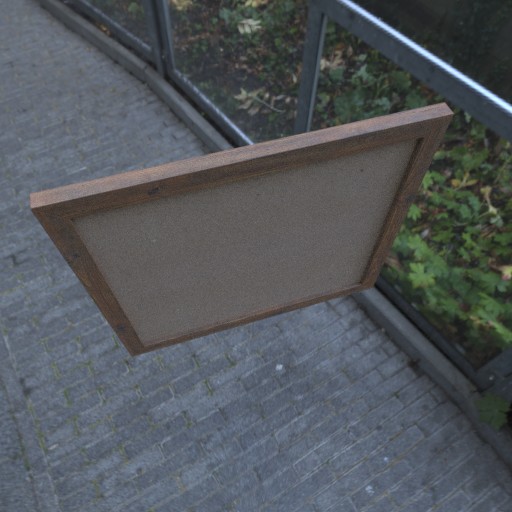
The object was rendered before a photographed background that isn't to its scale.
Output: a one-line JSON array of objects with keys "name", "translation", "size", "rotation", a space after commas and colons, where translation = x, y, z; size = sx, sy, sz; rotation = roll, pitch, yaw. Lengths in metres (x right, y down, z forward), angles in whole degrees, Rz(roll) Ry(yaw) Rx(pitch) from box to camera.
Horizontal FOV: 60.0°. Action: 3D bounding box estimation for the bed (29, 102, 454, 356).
[{"name": "bed", "translation": [0.000, 0.000, 1.458], "size": [1.046, 0.942, 0.046], "rotation": [-15, 59, -9]}]
